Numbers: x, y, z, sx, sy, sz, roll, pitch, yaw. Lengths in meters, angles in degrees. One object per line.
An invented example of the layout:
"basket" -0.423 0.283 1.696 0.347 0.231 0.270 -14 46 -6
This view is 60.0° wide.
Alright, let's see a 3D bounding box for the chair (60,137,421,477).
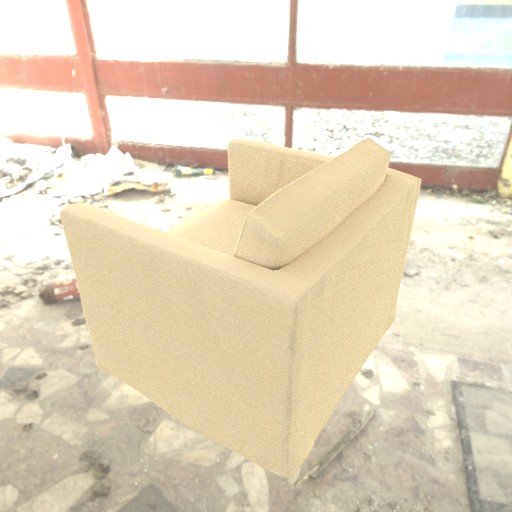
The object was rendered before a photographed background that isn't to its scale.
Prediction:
"chair" 0.000 0.000 1.762 0.947 0.851 1.057 19 36 29
